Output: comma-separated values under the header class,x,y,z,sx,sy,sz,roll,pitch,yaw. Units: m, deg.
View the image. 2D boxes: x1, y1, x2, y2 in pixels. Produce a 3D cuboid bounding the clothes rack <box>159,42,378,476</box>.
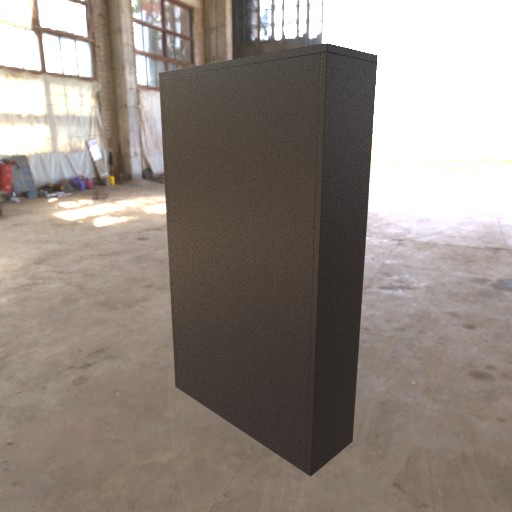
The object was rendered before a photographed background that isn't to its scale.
class,x,y,z,sx,sy,sz,roll,pitch,yaw
clothes rack,0.000,0.000,1.600,0.250,1.280,0.750,-15,21,-43
